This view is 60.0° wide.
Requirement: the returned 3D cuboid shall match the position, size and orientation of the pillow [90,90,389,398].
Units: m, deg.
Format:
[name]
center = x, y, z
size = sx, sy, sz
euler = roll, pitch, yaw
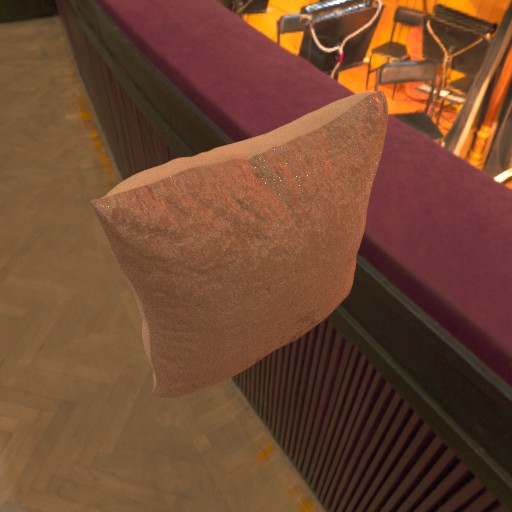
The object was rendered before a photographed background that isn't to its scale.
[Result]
[pillow]
center = 0.000, 0.000, 0.718
size = 0.450, 0.448, 0.245
euler = -25, 51, -22
